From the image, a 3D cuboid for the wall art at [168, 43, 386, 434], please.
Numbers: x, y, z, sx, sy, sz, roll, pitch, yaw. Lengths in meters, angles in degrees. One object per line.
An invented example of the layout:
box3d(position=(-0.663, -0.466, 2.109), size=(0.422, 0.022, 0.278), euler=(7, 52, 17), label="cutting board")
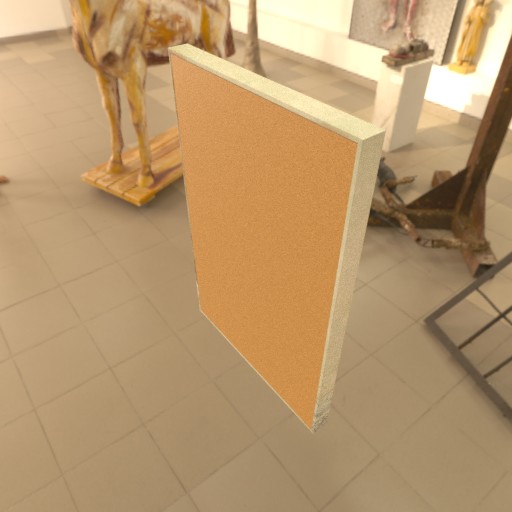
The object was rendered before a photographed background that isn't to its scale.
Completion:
box3d(position=(0.000, 0.000, 0.780), size=(0.036, 0.607, 0.403), euler=(-27, 47, -28), label="wall art")
